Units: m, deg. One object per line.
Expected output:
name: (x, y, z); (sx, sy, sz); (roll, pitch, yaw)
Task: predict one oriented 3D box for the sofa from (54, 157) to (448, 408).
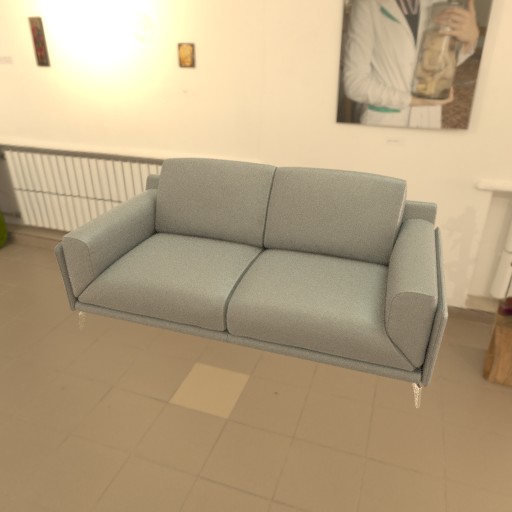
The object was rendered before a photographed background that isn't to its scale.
sofa: (0.000, 0.000, 2.690); (2.101, 0.930, 1.049); (9, 28, 17)
